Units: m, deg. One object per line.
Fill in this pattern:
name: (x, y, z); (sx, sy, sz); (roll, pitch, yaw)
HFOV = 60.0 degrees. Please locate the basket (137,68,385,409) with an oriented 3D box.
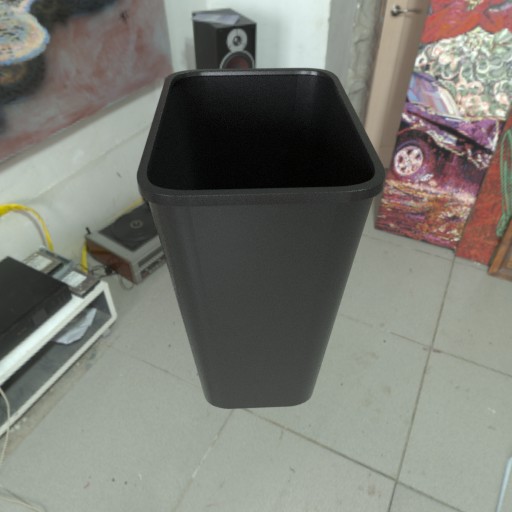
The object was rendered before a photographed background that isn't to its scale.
basket: (0.000, 0.000, 0.791); (0.287, 0.521, 0.394); (-2, 41, -2)
